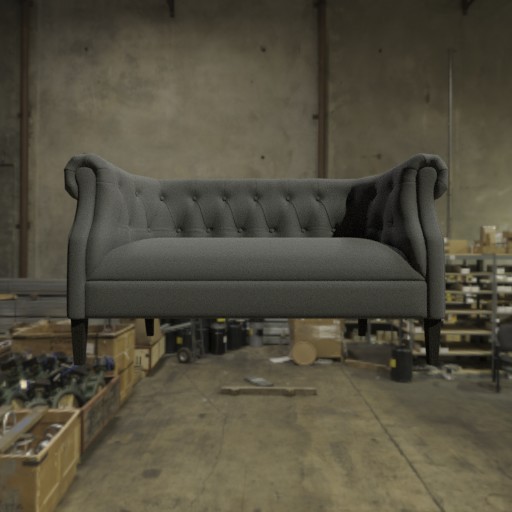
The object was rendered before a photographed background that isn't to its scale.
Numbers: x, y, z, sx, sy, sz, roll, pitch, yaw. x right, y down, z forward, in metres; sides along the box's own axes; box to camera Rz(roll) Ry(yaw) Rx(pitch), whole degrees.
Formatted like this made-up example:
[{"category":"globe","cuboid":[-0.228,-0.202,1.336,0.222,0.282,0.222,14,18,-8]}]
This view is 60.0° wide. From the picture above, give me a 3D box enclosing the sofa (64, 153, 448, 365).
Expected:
[{"category":"sofa","cuboid":[0.000,0.000,2.051,1.558,0.827,0.835,0,0,0]}]
